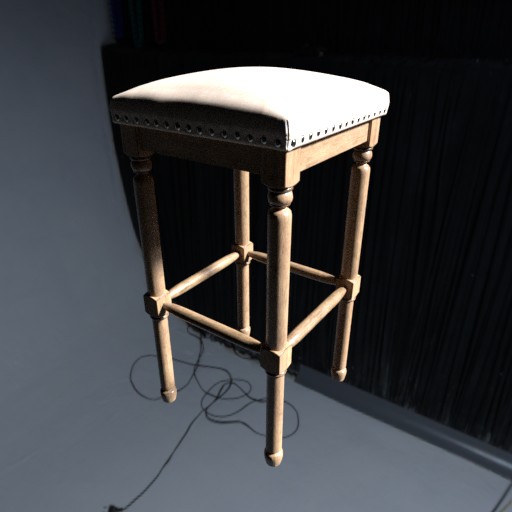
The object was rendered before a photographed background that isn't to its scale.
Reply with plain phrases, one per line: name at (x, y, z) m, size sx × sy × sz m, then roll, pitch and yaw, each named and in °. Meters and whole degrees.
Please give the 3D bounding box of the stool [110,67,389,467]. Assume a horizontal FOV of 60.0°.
stool at (0.000, 0.000, 0.979) m, size 0.382 × 0.768 × 0.383 m, roll 18°, pitch 32°, yaw 31°
